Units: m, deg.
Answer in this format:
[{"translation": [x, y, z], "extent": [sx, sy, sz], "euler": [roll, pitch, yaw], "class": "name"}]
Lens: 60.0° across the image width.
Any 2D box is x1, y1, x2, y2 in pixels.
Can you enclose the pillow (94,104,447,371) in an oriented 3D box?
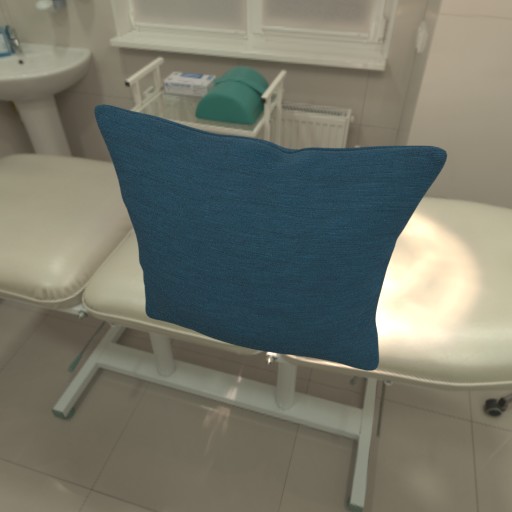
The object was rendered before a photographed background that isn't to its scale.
[{"translation": [0.000, 0.000, 0.665], "extent": [0.437, 0.420, 0.177], "euler": [11, 43, 12], "class": "pillow"}]
